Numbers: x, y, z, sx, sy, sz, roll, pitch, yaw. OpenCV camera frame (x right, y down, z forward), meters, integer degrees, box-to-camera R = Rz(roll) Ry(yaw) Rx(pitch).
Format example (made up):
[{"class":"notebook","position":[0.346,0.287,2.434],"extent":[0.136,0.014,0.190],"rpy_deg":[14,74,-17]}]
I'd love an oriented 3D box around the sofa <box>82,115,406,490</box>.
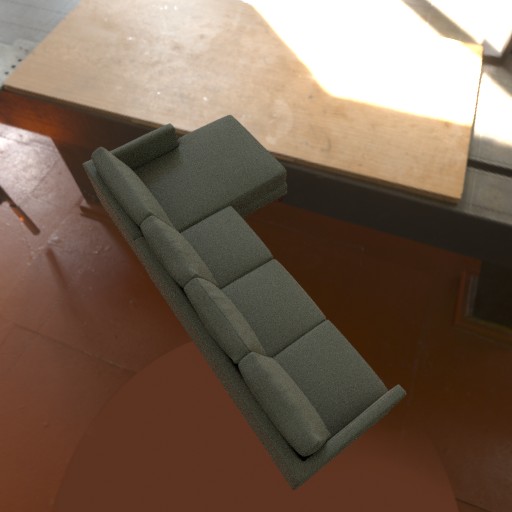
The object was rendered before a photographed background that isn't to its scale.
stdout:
[{"class":"sofa","position":[0.000,0.000,3.788],"extent":[1.625,0.861,3.186],"rpy_deg":[-32,64,-17]}]
